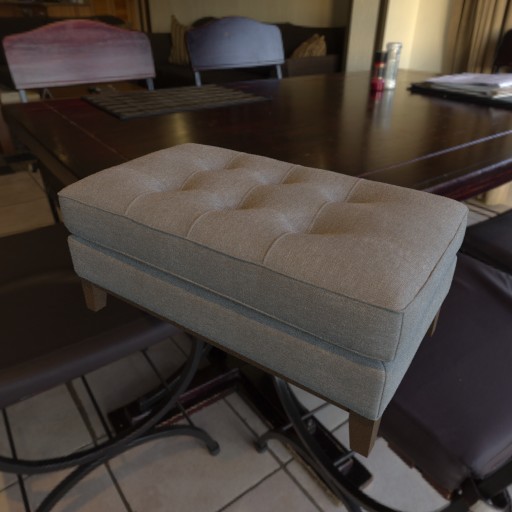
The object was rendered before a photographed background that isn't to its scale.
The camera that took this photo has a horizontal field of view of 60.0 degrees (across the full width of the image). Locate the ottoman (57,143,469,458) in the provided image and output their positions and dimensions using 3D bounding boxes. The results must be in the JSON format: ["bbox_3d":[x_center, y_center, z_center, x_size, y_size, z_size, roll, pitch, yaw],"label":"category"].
[{"bbox_3d":[0.000,0.000,1.446,1.143,0.514,0.648,19,35,29],"label":"ottoman"}]
